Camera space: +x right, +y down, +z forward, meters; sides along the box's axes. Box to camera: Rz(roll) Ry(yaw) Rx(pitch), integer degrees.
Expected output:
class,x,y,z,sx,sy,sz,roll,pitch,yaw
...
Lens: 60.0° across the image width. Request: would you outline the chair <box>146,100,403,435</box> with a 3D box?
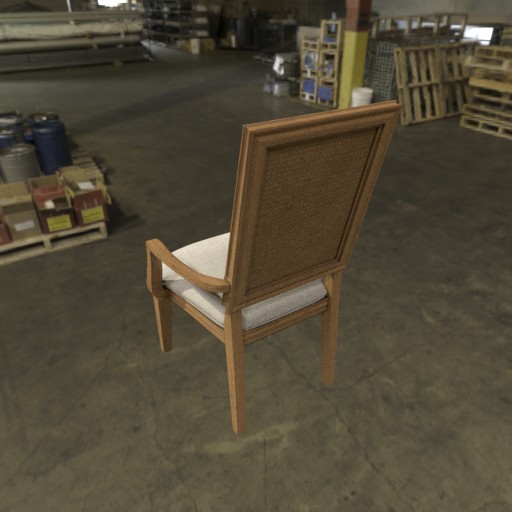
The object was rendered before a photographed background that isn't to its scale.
class,x,y,z,sx,sy,sz,roll,pitch,yaw
chair,0.000,0.000,1.389,0.606,0.990,0.602,-18,36,-28
